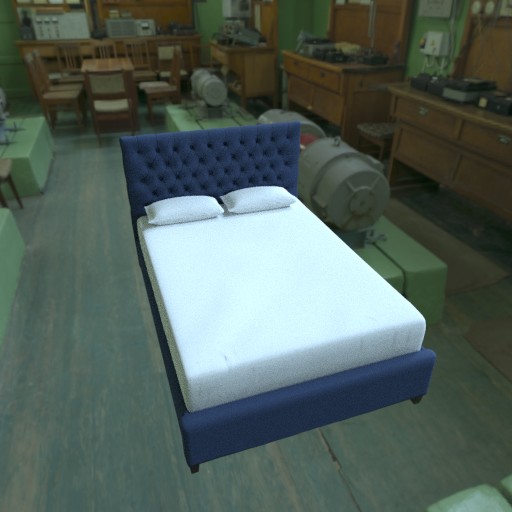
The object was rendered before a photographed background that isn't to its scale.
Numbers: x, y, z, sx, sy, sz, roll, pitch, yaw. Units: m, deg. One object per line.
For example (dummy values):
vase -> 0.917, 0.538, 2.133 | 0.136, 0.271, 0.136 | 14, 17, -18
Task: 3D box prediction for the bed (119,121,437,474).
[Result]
bed -> 0.000, 0.000, 3.472 | 1.706, 1.427, 2.387 | -10, 32, -16
